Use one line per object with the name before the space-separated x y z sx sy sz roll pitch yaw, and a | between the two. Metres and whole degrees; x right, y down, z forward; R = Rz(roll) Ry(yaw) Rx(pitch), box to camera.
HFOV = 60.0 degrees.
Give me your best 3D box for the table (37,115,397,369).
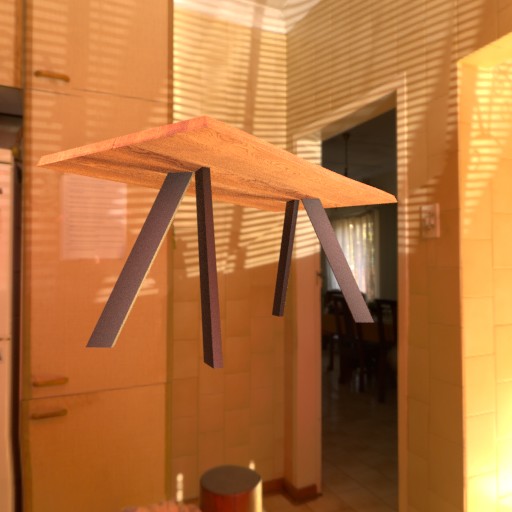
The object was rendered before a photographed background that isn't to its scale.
table | 0.000 0.000 2.251 0.900 0.770 1.800 -1 -2 34
